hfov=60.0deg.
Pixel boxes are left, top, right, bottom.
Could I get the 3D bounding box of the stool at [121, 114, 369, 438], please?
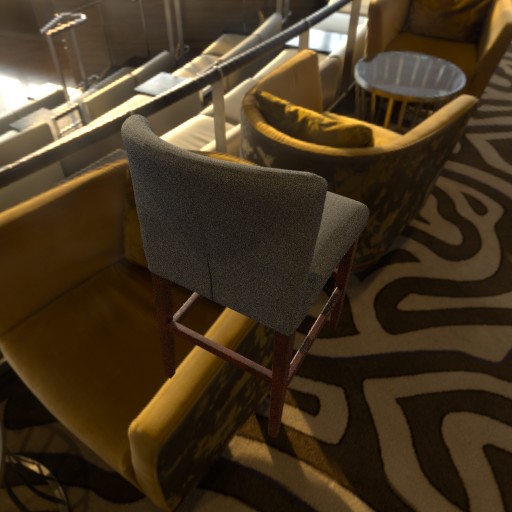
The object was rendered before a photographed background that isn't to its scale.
[{"bbox_3d":[0.000,0.000,1.295,0.479,0.968,0.568,22,49,21],"label":"stool"}]
